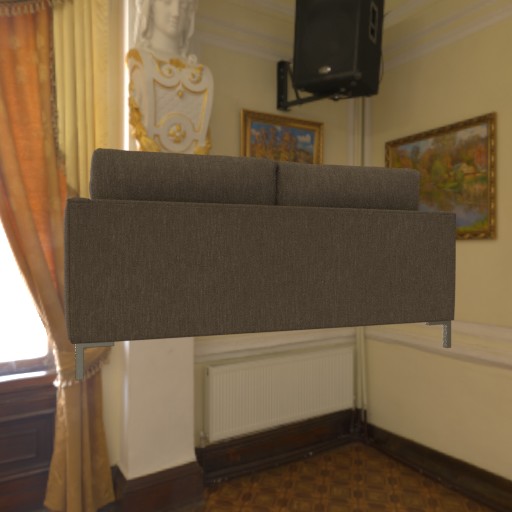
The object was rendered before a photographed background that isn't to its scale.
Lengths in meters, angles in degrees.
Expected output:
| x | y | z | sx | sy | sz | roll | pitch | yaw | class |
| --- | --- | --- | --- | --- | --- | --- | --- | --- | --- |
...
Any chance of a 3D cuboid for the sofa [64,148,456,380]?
| x | y | z | sx | sy | sz | roll | pitch | yaw | class |
| --- | --- | --- | --- | --- | --- | --- | --- | --- | --- |
| 0.000 | 0.000 | 2.171 | 1.682 | 0.840 | 0.875 | 0 | 1 | -19 | sofa |
